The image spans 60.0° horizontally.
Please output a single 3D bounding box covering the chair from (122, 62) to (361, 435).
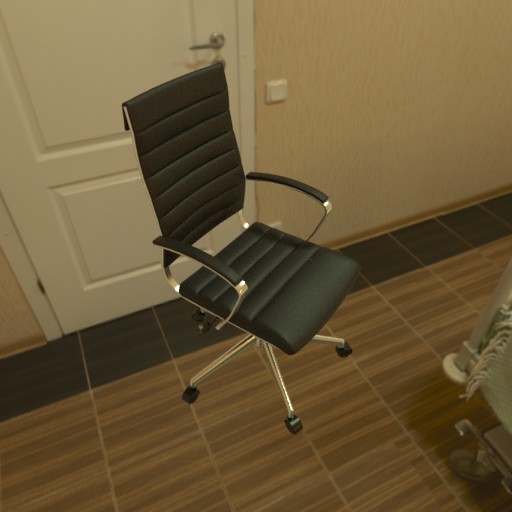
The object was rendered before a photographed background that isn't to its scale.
[{"bbox_3d":[0.000,0.000,1.635,0.739,1.149,0.766,25,47,26],"label":"chair"}]
